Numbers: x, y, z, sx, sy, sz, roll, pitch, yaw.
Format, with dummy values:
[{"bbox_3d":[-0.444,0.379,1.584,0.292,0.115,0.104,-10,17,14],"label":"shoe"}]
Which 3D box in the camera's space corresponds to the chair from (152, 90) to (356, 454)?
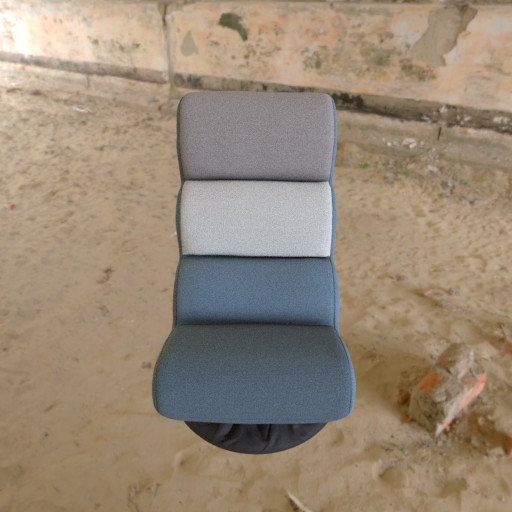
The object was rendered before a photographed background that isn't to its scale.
[{"bbox_3d":[0.000,0.000,1.057,0.420,0.641,0.661,0,31,1],"label":"chair"}]
